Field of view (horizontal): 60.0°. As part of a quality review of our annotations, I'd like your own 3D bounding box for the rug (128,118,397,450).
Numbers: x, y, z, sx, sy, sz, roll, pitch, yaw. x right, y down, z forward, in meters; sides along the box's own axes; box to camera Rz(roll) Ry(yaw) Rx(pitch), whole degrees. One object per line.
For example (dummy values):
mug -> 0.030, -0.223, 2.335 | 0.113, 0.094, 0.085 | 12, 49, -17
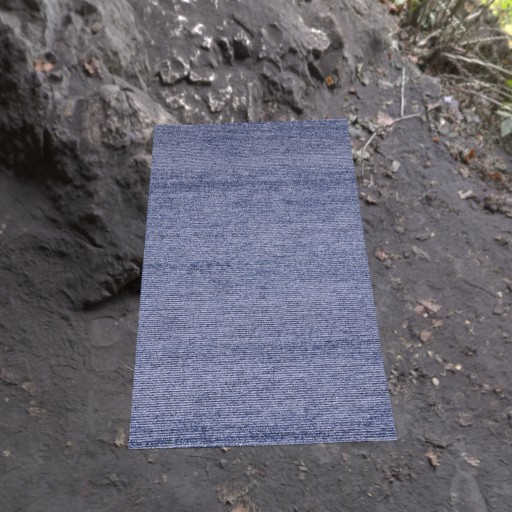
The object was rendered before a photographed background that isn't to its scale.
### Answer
rug -> 0.000, 0.000, 2.251 | 1.145, 0.021, 1.777 | -2, 65, -1
